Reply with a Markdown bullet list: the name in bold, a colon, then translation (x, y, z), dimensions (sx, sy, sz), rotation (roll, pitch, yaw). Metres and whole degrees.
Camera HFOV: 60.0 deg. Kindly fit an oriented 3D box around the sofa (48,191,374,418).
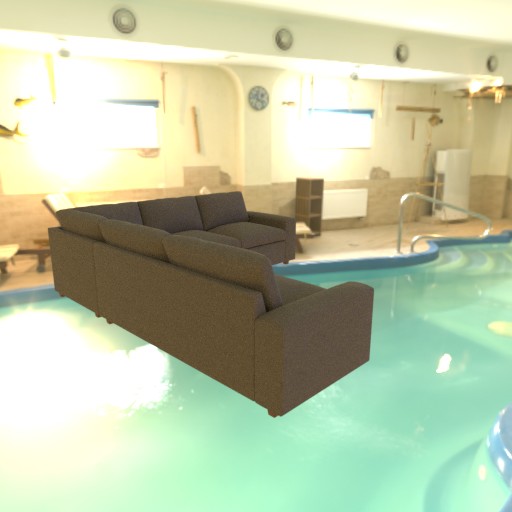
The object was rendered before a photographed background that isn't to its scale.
- **sofa**: translation (0.000, 0.000, 4.582), dimensions (3.277, 0.965, 2.895), rotation (14, 19, 43)
